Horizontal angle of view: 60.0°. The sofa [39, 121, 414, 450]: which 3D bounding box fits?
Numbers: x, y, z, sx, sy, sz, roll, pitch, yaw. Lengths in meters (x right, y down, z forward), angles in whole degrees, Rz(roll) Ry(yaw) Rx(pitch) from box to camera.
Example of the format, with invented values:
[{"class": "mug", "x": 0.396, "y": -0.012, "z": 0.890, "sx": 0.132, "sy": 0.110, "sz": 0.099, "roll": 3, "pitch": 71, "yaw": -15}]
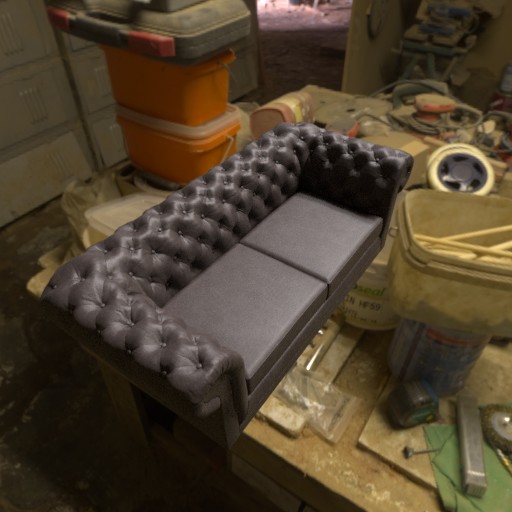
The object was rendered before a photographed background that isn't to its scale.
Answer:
[{"class": "sofa", "x": 0.000, "y": 0.000, "z": 2.463, "sx": 0.944, "sy": 0.779, "sz": 2.048, "roll": 25, "pitch": 47, "yaw": 26}]
